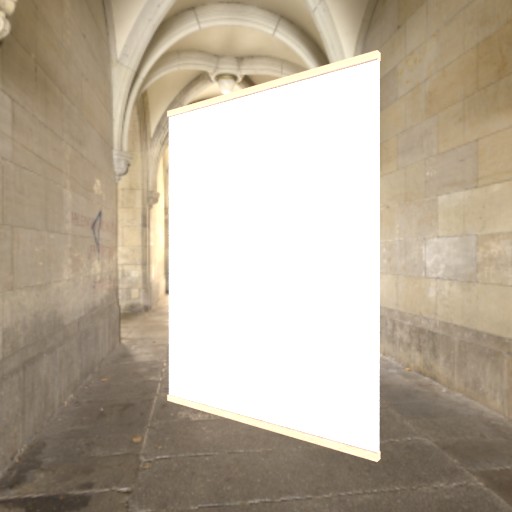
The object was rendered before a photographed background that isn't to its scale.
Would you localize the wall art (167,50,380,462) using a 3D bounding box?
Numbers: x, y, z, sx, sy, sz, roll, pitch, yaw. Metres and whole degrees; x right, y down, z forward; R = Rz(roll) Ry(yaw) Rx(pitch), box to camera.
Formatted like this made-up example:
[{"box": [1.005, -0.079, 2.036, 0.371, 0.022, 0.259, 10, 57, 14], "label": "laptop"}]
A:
[{"box": [0.000, 0.000, 0.798, 0.459, 0.608, 0.012, 0, 0, 37], "label": "wall art"}]
